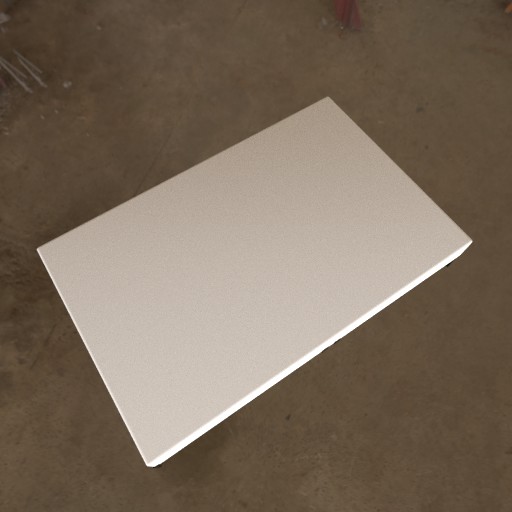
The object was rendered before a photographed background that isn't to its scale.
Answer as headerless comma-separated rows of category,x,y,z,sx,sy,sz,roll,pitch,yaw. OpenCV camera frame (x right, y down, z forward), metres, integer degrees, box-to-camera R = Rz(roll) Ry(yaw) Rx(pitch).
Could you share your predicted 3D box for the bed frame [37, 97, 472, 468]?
bed frame,0.000,0.000,3.772,2.987,0.440,1.930,-31,68,-14
